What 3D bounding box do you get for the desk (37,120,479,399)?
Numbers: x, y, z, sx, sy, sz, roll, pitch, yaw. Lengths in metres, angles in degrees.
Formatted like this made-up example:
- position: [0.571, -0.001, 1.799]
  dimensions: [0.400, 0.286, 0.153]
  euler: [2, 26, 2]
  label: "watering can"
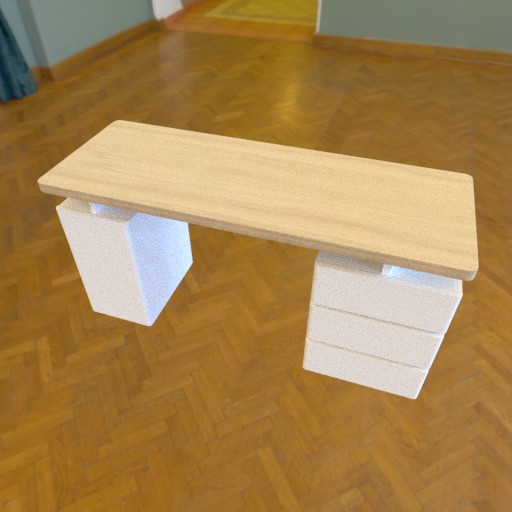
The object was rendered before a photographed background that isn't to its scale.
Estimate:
- position: [0.000, 0.000, 1.864]
  dimensions: [1.500, 0.755, 0.550]
  euler: [12, 43, 14]
  label: "desk"
